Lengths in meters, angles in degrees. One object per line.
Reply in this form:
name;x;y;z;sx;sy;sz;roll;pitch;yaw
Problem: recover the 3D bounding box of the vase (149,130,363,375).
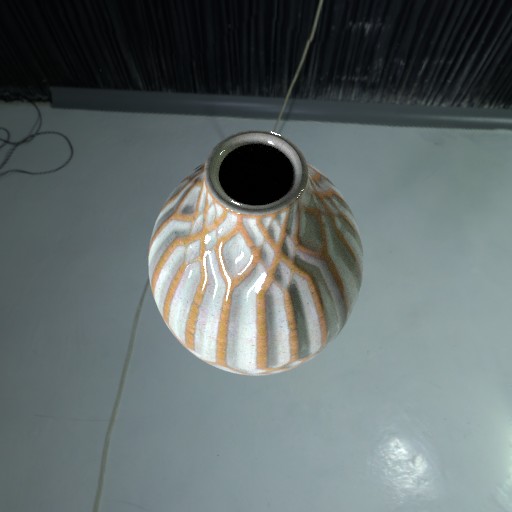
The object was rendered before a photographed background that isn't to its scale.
vase;0.000;0.000;0.266;0.131;0.175;0.131;0;65;0
